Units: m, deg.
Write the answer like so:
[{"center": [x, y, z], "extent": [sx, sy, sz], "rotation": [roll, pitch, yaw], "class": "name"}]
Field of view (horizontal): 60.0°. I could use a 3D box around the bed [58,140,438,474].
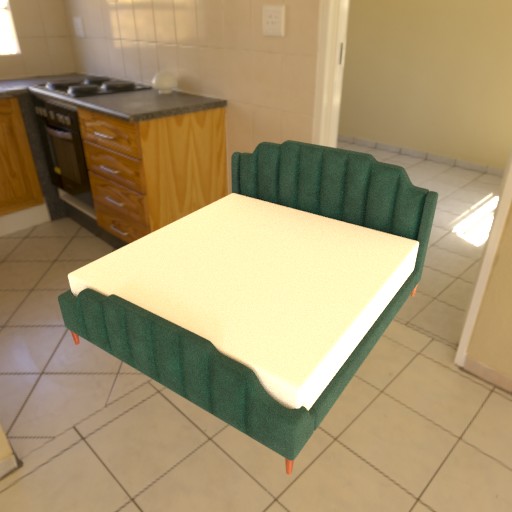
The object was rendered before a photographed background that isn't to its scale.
[{"center": [0.000, 0.000, 3.539], "extent": [2.074, 1.245, 2.340], "rotation": [19, 34, 30], "class": "bed"}]
